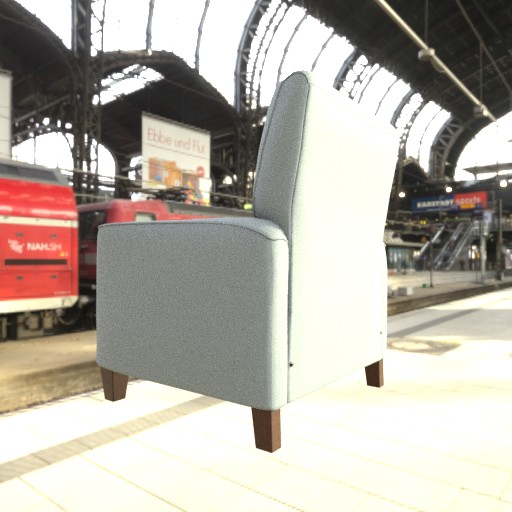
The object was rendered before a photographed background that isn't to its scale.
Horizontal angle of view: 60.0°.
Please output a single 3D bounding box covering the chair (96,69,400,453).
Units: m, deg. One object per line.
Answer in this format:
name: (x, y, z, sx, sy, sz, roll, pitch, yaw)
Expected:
chair: (0.000, 0.000, 1.627, 0.846, 1.007, 0.853, 0, 0, 37)
